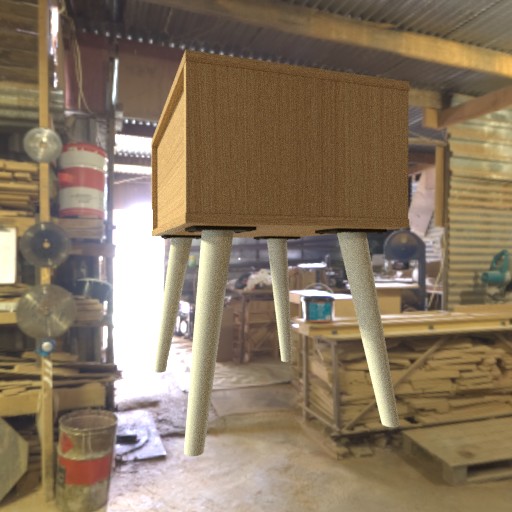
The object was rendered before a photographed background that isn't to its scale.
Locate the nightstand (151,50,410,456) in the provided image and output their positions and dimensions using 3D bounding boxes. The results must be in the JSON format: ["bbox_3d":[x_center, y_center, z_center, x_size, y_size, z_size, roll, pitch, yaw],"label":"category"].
[{"bbox_3d":[0.000,0.000,0.986,0.407,0.610,0.571,0,0,-18],"label":"nightstand"}]
